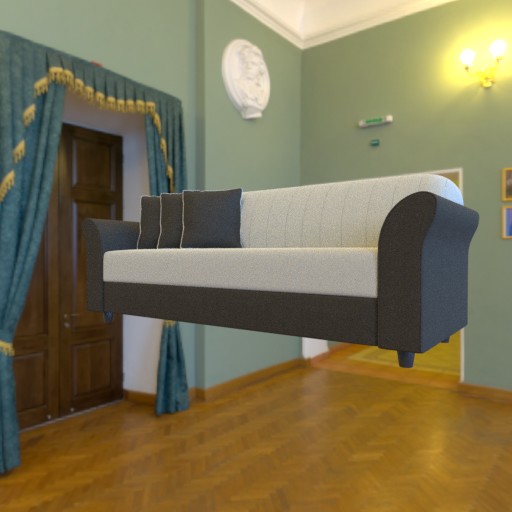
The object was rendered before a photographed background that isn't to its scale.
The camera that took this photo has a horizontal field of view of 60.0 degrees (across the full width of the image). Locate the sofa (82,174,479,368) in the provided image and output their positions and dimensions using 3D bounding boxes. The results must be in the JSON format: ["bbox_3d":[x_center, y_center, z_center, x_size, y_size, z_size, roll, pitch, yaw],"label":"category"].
[{"bbox_3d":[0.000,0.000,2.329,2.001,0.787,0.755,0,0,36],"label":"sofa"}]
